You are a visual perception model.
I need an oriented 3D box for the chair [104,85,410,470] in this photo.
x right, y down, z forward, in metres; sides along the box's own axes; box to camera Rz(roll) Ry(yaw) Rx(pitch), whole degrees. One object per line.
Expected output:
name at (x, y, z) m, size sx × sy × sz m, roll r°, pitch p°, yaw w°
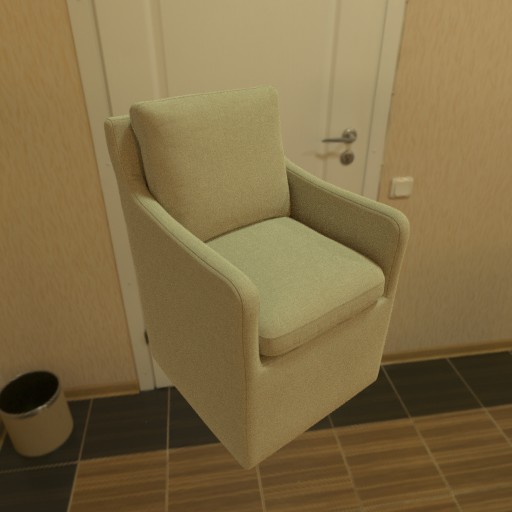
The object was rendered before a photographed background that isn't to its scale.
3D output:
chair at (0.000, 0.000, 1.386) m, size 0.626 × 0.914 × 0.694 m, roll -21°, pitch 37°, yaw -32°
